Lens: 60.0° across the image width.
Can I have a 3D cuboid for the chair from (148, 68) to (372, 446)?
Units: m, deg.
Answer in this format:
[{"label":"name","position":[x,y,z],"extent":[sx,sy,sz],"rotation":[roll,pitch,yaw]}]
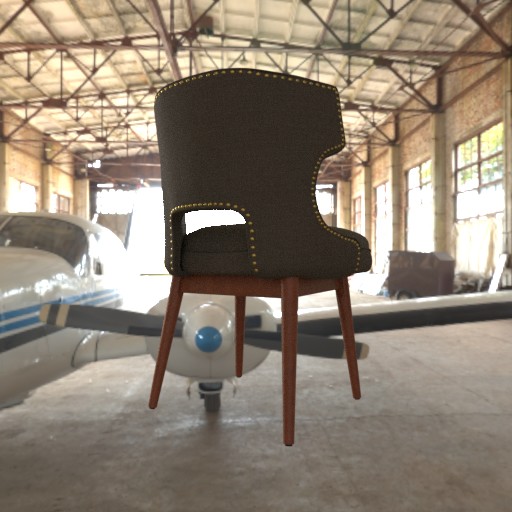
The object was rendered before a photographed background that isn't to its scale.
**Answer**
[{"label":"chair","position":[0.000,0.000,1.288],"extent":[0.595,0.863,0.581],"rotation":[0,-1,34]}]
